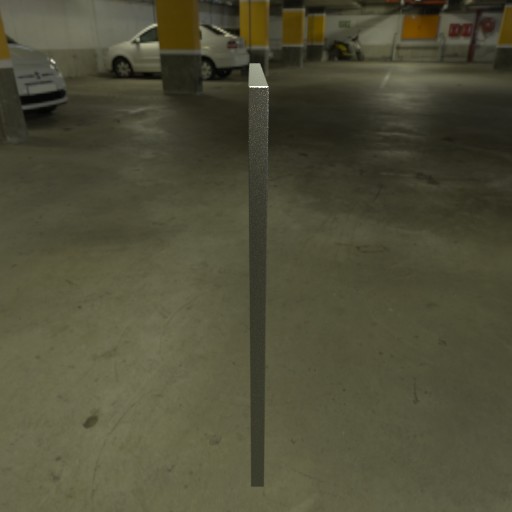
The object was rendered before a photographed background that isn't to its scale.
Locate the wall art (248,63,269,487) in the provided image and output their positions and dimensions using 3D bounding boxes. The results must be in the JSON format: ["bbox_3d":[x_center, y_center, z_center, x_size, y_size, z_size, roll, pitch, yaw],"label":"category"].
[{"bbox_3d":[0.000,0.000,1.378,0.037,1.062,0.801,0,26,-1],"label":"wall art"}]
